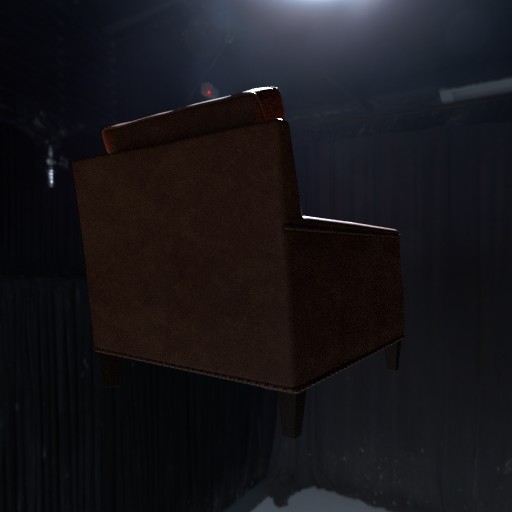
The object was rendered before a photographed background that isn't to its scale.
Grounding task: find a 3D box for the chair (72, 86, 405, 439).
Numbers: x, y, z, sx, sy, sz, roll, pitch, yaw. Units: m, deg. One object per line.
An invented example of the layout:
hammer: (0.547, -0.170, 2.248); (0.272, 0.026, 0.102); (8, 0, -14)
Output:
chair: (0.000, 0.000, 1.694); (0.853, 0.943, 1.014); (0, 1, 35)
